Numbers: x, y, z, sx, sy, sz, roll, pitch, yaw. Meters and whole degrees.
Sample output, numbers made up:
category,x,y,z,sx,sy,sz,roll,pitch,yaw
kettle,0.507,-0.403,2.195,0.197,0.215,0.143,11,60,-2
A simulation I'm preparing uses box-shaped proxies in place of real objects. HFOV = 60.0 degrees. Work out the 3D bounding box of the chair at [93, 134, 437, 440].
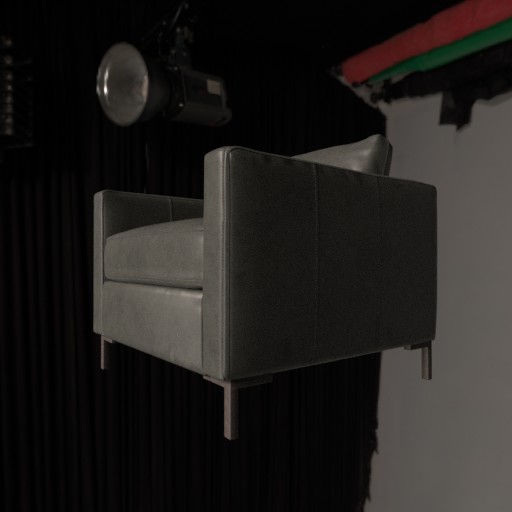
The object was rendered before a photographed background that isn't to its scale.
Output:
category,x,y,z,sx,sy,sz,roll,pitch,yaw
chair,0.000,0.000,1.486,0.861,0.824,0.967,1,-1,-38
